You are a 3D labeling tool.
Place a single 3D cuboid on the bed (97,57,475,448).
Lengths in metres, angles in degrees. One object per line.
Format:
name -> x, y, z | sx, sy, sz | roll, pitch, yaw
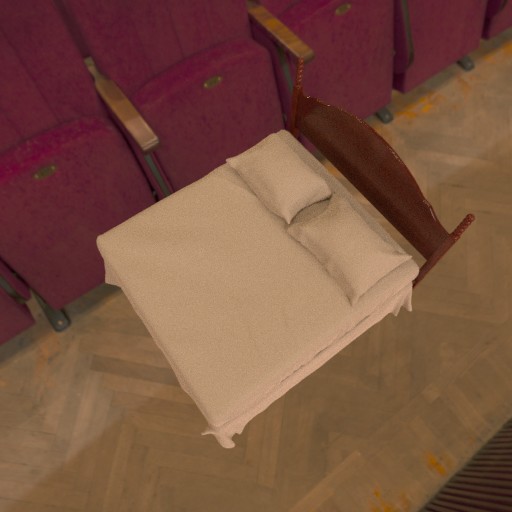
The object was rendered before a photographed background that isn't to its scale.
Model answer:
bed -> 0.000, 0.000, 3.225 | 2.040, 1.356, 1.873 | -33, 69, -15
